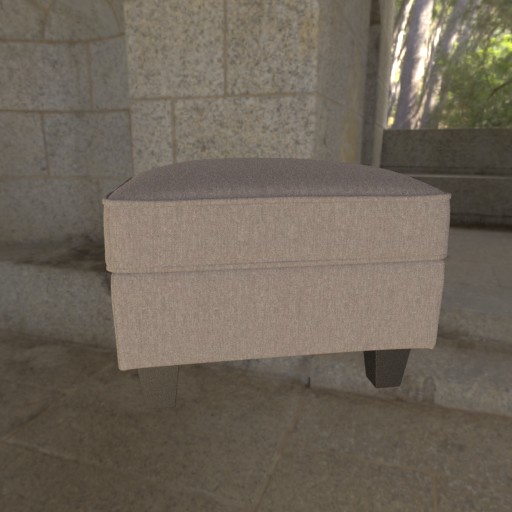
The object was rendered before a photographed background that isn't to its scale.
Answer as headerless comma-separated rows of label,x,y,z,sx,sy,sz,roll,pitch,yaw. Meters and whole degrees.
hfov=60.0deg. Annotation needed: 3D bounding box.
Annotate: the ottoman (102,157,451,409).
ottoman,0.000,0.000,1.416,0.871,0.612,0.808,-2,14,-9
